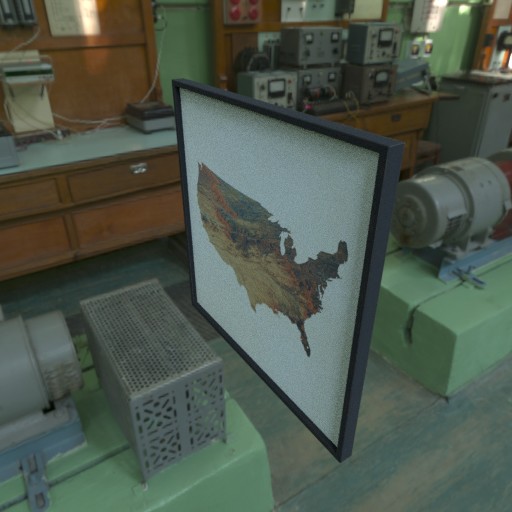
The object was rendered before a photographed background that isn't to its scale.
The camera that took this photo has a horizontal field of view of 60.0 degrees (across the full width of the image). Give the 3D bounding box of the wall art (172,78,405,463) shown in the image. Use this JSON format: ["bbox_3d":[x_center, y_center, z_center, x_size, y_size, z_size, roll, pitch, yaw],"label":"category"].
[{"bbox_3d":[0.000,0.000,1.140,0.038,0.762,0.762,-19,35,-29],"label":"wall art"}]
